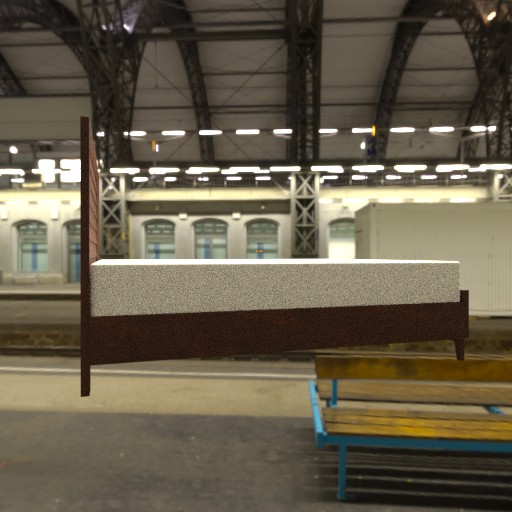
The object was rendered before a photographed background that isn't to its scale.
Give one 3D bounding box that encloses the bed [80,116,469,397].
[{"bbox_3d":[0.000,0.000,3.100,2.184,1.270,1.600,0,0,-18],"label":"bed"}]
